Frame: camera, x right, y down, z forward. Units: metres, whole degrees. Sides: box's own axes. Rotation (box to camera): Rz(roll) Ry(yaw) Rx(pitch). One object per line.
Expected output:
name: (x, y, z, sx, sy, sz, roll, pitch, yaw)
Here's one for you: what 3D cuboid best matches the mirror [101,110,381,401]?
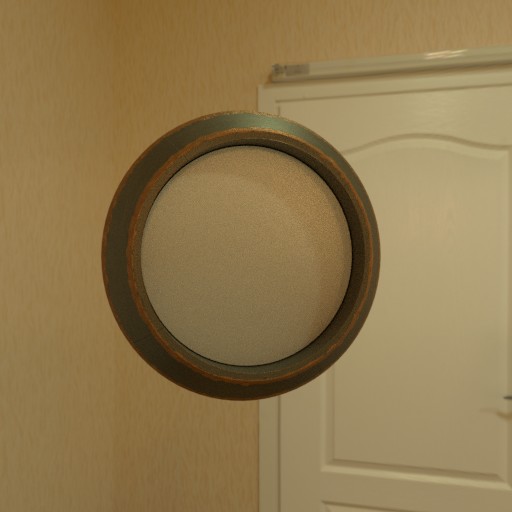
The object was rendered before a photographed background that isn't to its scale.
mirror: (0.000, 0.000, 1.372, 0.907, 0.907, 0.111, 0, 0, -17)
